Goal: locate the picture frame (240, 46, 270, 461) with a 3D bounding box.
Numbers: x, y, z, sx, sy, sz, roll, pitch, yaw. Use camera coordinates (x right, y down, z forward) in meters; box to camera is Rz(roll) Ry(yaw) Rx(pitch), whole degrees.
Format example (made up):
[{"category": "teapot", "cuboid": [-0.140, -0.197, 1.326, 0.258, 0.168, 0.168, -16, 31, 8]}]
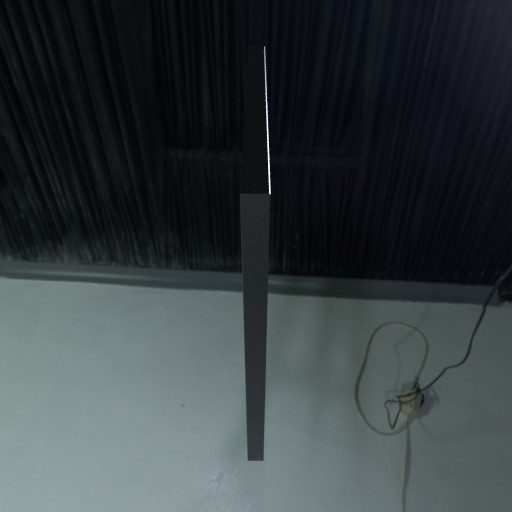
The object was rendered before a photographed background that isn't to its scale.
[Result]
[{"category": "picture frame", "cuboid": [0.000, 0.000, 0.772, 0.028, 0.556, 0.460, 0, 41, 0]}]
